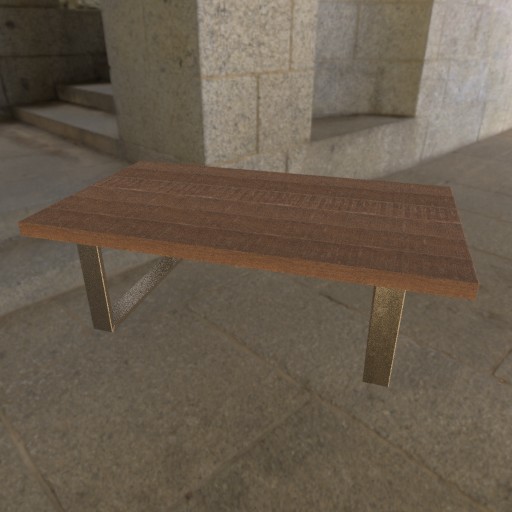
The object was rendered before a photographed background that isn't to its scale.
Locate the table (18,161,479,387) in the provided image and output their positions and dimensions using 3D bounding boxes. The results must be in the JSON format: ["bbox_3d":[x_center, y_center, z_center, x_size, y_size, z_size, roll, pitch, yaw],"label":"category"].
[{"bbox_3d":[0.000,0.000,1.723,1.400,0.440,0.800,8,28,15],"label":"table"}]
